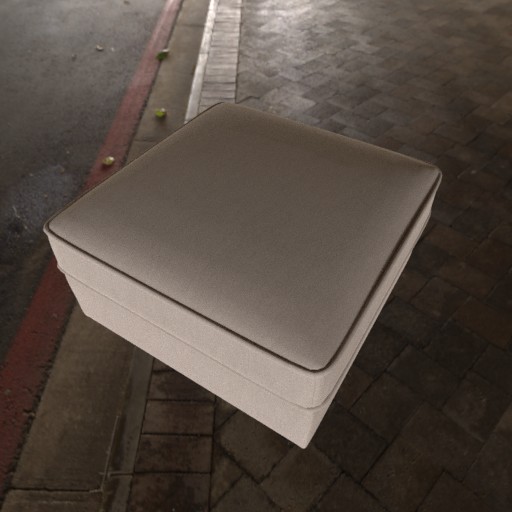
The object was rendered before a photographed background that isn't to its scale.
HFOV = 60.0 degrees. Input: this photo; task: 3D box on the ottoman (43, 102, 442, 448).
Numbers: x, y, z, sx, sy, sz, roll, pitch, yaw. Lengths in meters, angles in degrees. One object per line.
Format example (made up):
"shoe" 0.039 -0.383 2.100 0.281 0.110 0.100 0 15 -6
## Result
"ottoman" 0.000 0.000 1.021 0.613 0.438 0.616 24 51 22
